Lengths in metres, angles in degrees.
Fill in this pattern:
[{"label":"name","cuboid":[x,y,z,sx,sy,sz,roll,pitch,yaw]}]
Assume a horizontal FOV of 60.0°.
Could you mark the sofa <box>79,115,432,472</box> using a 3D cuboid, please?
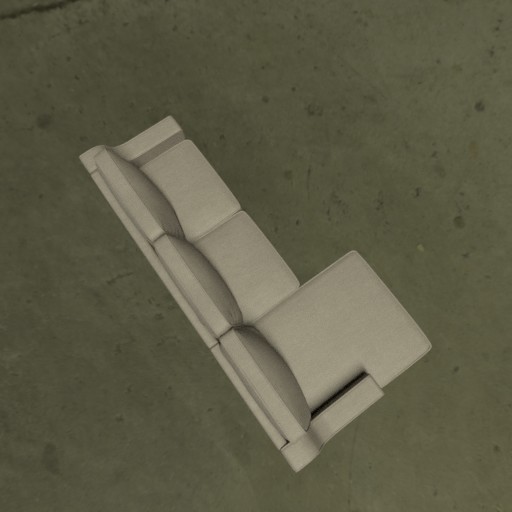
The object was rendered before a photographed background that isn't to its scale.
[{"label":"sofa","cuboid":[0.000,0.000,3.259,1.294,0.928,2.561,-35,78,-9]}]
